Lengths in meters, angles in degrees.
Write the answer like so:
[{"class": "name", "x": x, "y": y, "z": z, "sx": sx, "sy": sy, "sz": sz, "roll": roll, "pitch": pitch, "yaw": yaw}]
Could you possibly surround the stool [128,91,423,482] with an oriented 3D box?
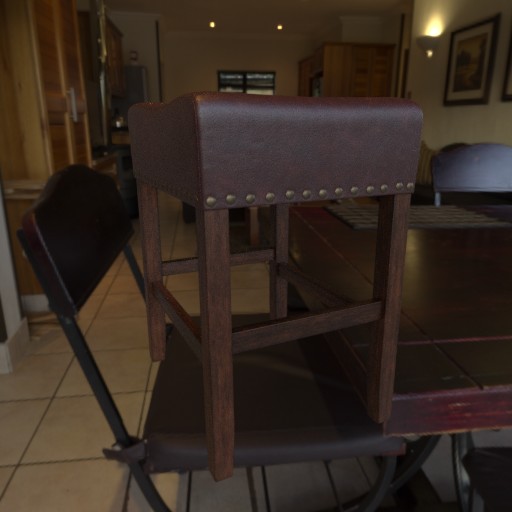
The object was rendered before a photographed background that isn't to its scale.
[{"class": "stool", "x": 0.000, "y": 0.000, "z": 0.916, "sx": 0.397, "sy": 0.608, "sz": 0.465, "roll": -8, "pitch": 18, "yaw": -25}]
